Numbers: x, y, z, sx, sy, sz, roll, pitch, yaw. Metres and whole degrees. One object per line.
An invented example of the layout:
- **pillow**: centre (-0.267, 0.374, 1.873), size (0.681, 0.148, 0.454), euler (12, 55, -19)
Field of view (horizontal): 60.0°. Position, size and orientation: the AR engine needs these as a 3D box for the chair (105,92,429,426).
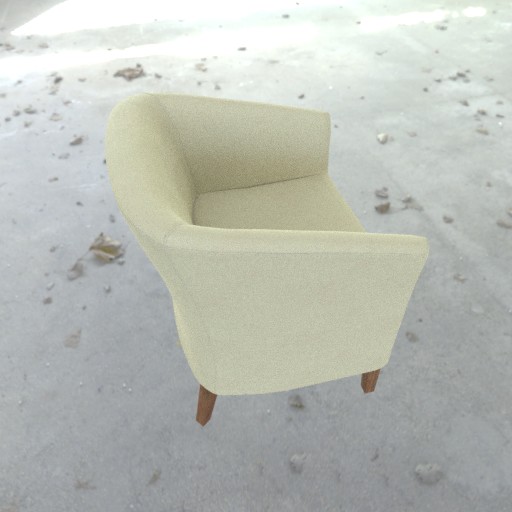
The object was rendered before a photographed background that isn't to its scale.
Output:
- **chair**: centre (0.000, 0.000, 1.276), size (0.657, 0.822, 0.643), euler (-10, 46, -10)
